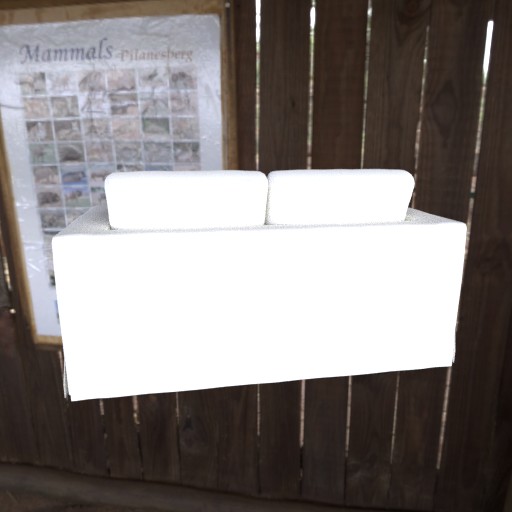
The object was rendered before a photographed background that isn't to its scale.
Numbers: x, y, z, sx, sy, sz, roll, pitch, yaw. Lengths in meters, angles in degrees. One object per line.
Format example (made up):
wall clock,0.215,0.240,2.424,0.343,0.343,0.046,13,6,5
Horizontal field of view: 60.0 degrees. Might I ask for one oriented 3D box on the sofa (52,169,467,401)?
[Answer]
sofa,0.000,0.000,2.374,1.813,0.932,1.009,-2,14,-10
